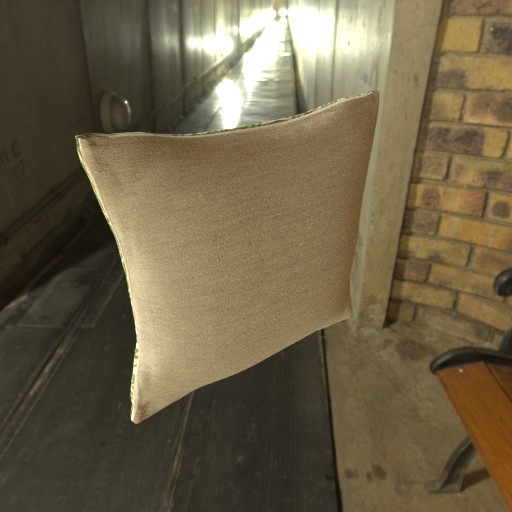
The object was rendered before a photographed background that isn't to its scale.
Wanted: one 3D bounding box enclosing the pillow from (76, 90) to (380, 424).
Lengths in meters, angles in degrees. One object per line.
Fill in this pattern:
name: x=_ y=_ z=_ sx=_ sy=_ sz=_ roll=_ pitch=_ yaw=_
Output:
pillow: x=0.000 y=0.000 z=0.646 sx=0.440 sy=0.419 sz=0.162 roll=-19 pitch=36 yaw=-29
